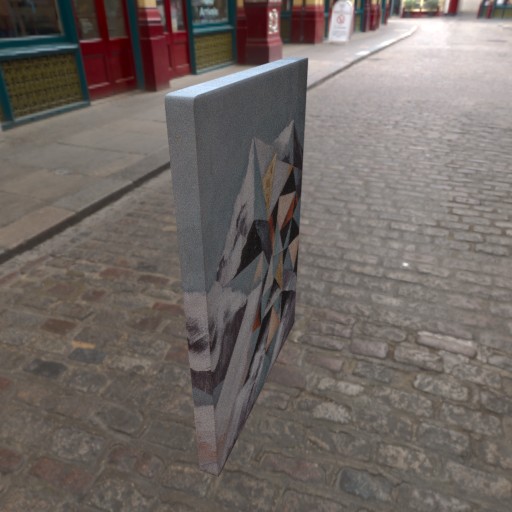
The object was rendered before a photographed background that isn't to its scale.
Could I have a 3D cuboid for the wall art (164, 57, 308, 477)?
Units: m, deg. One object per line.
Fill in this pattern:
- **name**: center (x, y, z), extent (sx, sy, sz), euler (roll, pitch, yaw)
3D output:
- **wall art**: center (0.000, 0.000, 0.789), extent (0.037, 0.613, 0.455), euler (10, 31, 18)
